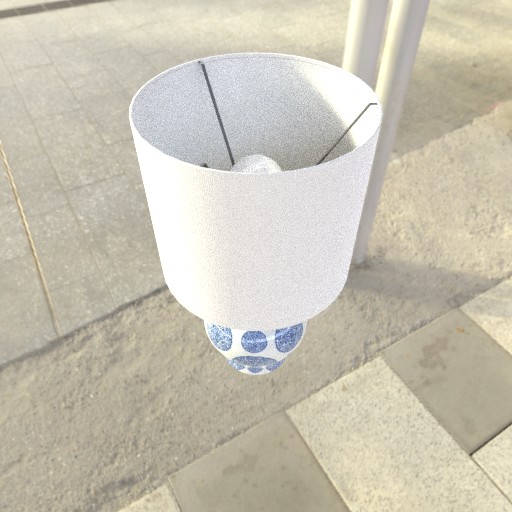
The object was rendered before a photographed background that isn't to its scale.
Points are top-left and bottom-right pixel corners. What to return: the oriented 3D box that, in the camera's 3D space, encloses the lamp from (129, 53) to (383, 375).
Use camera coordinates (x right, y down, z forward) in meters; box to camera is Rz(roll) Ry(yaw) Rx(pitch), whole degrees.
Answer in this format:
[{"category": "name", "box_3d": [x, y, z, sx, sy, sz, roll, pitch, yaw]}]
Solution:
[{"category": "lamp", "box_3d": [0.000, 0.000, 0.518, 0.215, 0.381, 0.215, -25, 50, -22]}]
